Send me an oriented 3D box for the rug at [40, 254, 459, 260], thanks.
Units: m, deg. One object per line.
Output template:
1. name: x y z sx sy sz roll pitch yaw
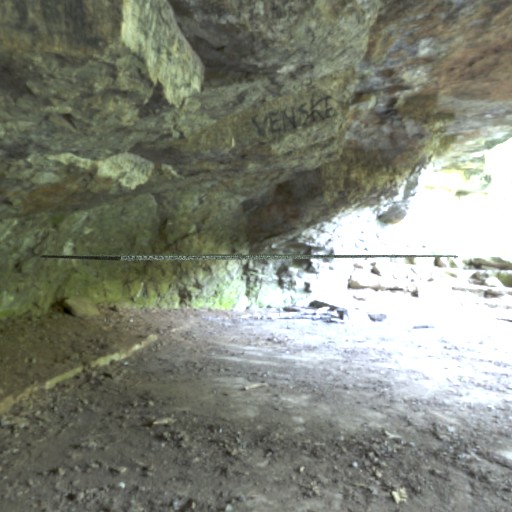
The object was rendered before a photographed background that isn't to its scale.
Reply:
1. rug: 0.000 0.000 3.043 2.443 0.021 1.538 0 0 -36
